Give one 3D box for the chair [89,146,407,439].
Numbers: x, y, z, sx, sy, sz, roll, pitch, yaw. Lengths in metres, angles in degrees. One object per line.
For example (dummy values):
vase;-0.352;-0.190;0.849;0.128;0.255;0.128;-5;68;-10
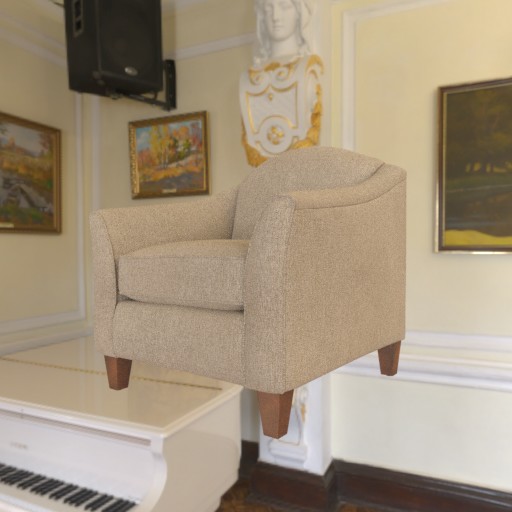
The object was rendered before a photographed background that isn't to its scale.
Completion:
chair;0.000;0.000;1.471;0.763;0.839;0.787;0;1;37
